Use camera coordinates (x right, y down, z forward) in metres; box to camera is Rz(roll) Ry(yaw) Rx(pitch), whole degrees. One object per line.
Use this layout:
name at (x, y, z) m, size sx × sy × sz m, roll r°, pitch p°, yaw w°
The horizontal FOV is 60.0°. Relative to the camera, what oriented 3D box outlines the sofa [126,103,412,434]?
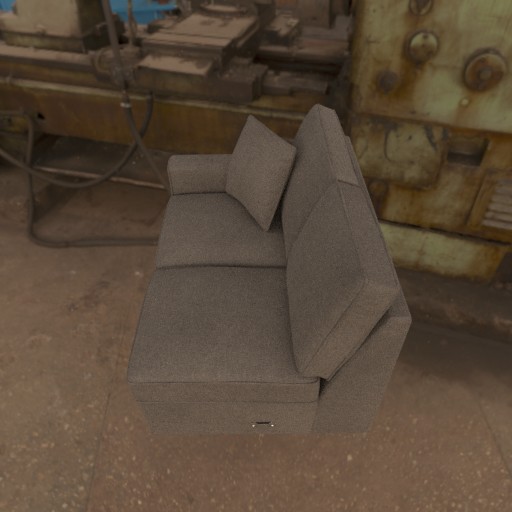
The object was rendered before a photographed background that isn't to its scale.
sofa at (0.000, 0.000, 2.112) m, size 0.991 × 0.989 × 1.388 m, roll 0°, pitch 43°, yaw 0°
